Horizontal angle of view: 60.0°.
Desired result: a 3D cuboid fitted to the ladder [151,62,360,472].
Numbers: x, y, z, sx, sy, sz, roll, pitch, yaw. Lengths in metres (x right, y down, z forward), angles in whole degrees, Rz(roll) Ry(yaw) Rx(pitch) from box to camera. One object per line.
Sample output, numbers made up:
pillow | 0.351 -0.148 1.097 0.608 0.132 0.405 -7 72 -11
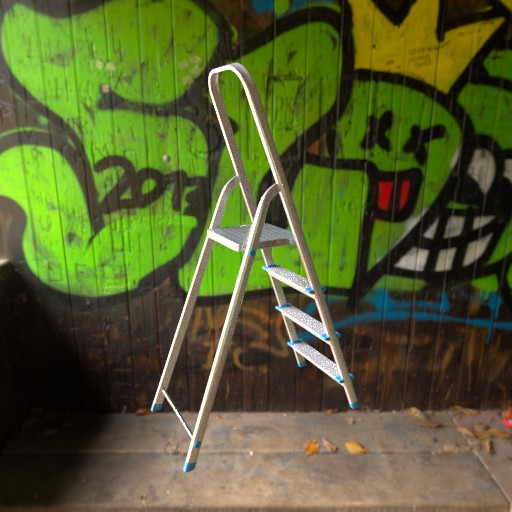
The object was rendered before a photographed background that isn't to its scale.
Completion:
ladder | 0.000 0.000 1.815 0.842 1.434 0.445 -9 18 -28
